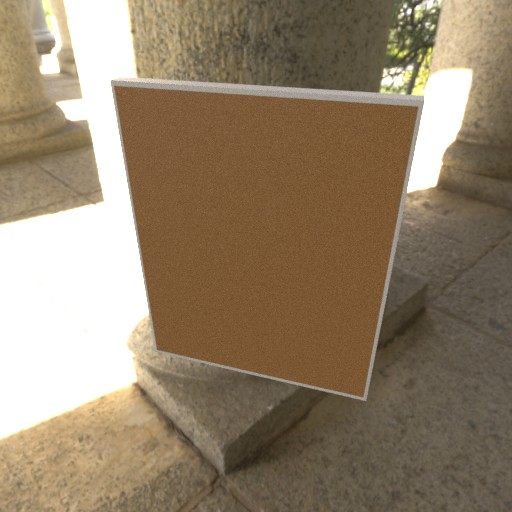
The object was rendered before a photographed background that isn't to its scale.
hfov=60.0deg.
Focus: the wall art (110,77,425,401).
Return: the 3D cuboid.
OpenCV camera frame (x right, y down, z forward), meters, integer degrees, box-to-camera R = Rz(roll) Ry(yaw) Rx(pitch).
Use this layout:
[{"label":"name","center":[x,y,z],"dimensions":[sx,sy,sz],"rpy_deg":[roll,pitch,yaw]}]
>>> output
[{"label":"wall art","center":[0.000,0.000,0.756],"dimensions":[0.443,0.549,0.030],"rpy_deg":[9,33,14]}]
